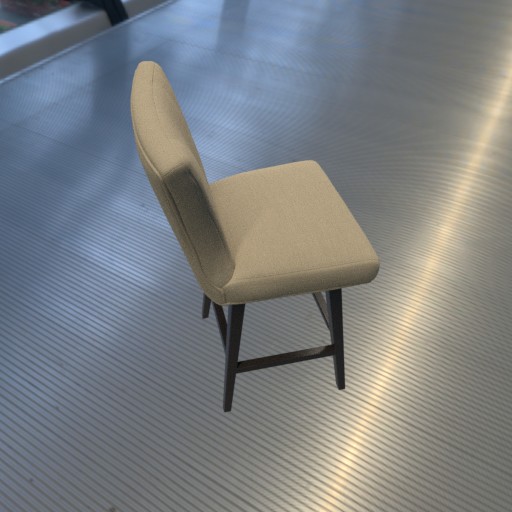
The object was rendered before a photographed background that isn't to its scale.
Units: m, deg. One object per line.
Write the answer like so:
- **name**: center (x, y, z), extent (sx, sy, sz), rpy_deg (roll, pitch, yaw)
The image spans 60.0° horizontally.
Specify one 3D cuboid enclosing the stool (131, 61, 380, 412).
- **stool**: center (0.000, 0.000, 1.404), extent (0.574, 1.086, 0.514), rpy_deg (-11, 47, -11)
